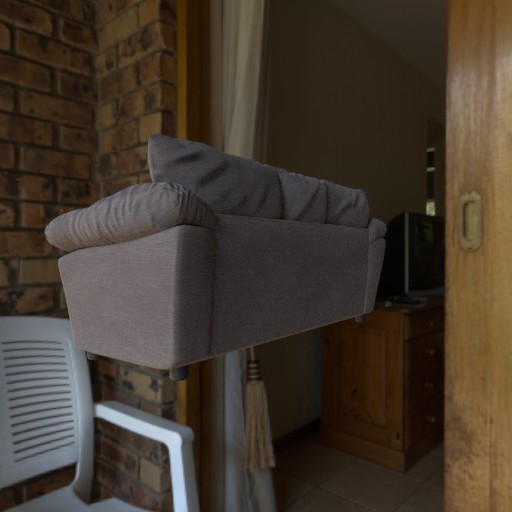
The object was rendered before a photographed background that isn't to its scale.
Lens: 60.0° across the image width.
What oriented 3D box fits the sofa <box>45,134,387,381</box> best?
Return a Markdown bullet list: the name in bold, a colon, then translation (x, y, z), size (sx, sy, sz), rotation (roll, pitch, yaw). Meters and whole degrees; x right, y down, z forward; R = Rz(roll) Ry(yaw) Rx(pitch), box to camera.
- **sofa**: translation (0.000, 0.000, 2.830), size (0.927, 1.043, 2.390), rotation (1, 1, 37)
